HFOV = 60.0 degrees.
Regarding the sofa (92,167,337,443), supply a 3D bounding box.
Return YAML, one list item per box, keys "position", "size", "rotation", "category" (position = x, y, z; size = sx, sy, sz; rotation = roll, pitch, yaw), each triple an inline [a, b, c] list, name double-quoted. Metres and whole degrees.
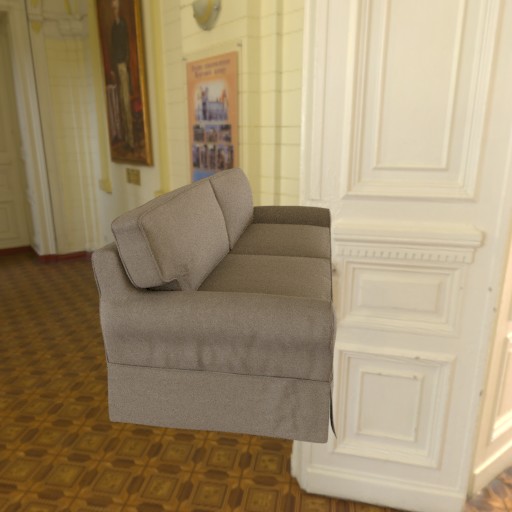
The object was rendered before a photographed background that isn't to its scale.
- position: [0.000, 0.000, 2.744]
  size: [0.991, 0.943, 2.248]
  rotation: [2, 16, 8]
  category: "sofa"
